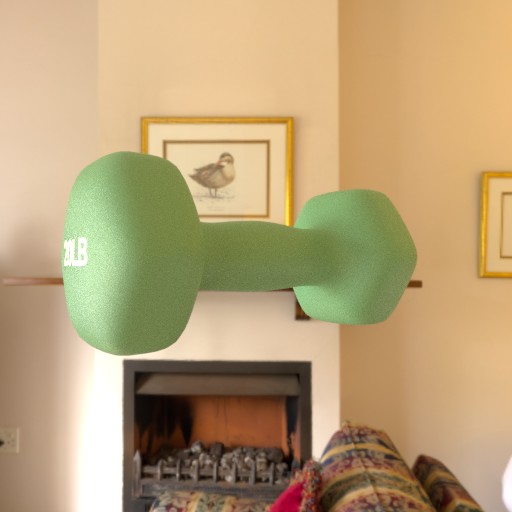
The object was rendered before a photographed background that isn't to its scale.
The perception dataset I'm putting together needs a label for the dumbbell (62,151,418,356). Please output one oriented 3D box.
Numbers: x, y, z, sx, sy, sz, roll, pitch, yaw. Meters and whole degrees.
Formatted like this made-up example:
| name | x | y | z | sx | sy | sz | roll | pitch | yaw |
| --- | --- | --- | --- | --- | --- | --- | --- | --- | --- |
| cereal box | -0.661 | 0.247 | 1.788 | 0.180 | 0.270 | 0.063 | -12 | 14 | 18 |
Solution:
| name | x | y | z | sx | sy | sz | roll | pitch | yaw |
| --- | --- | --- | --- | --- | --- | --- | --- | --- | --- |
| dumbbell | 0.000 | 0.000 | 0.325 | 0.257 | 0.114 | 0.126 | 1 | -1 | -37 |
